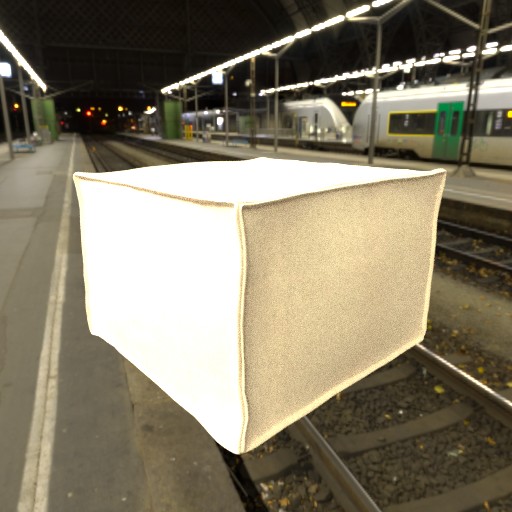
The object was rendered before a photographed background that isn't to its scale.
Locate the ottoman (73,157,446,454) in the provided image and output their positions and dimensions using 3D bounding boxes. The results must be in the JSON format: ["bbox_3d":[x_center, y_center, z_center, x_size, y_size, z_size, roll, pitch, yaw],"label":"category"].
[{"bbox_3d":[0.000,0.000,1.160,0.707,0.470,0.696,-15,22,-40],"label":"ottoman"}]
